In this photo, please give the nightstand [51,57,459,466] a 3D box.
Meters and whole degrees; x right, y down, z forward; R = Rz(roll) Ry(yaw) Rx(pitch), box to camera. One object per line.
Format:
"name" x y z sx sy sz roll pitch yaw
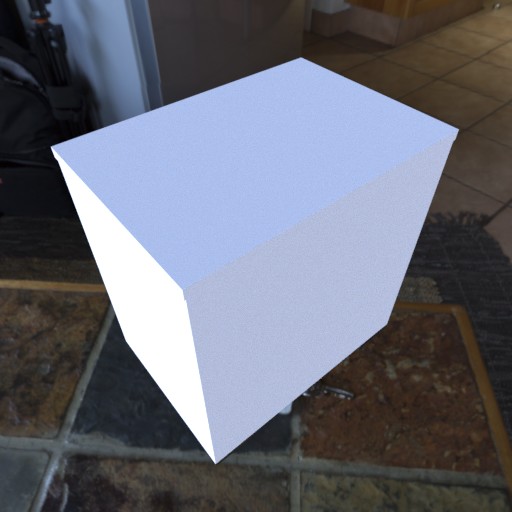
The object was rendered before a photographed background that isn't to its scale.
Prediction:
"nightstand" 0.000 0.000 0.753 0.441 0.460 0.325 -31 53 -26
